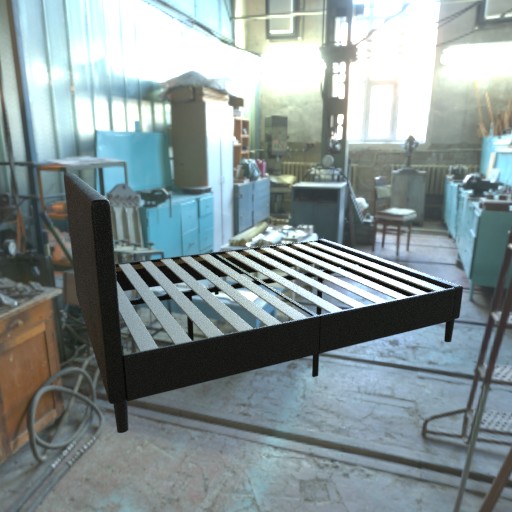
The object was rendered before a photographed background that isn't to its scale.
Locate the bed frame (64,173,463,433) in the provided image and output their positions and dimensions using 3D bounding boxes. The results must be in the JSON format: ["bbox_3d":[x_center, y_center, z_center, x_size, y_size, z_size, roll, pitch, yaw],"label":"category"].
[{"bbox_3d":[0.000,0.000,3.154,2.318,1.127,1.634,-7,16,-25],"label":"bed frame"}]
